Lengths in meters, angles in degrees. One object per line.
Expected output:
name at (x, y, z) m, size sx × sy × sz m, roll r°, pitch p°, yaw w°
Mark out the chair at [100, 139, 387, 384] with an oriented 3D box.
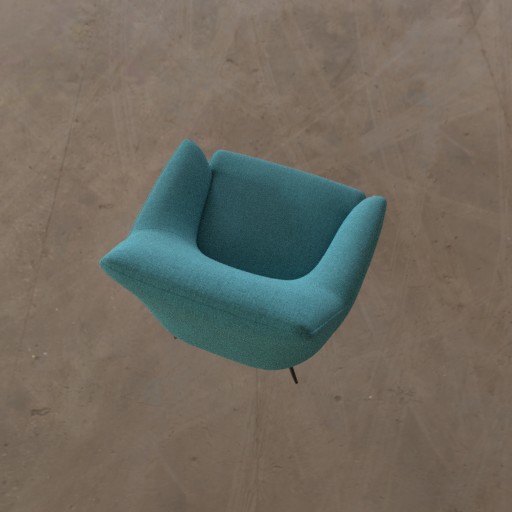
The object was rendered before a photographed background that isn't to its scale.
chair at (0.000, 0.000, 1.347) m, size 0.642 × 0.874 × 0.677 m, roll 18°, pitch 66°, yaw 9°
